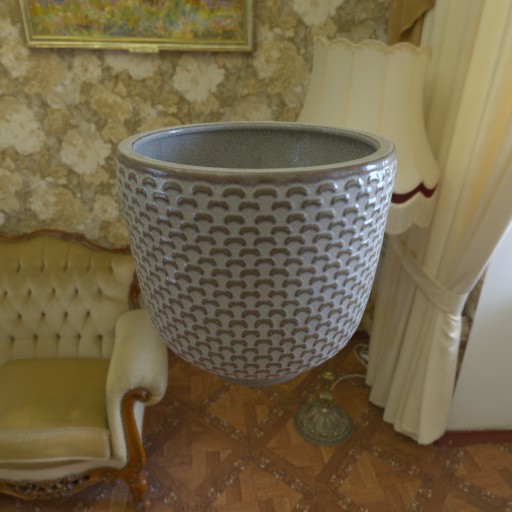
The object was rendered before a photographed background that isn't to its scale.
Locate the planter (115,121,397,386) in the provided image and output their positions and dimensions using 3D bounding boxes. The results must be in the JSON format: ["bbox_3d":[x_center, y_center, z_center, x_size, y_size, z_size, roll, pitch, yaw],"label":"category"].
[{"bbox_3d":[0.000,0.000,0.251,0.139,0.130,0.139,0,25,0],"label":"planter"}]
